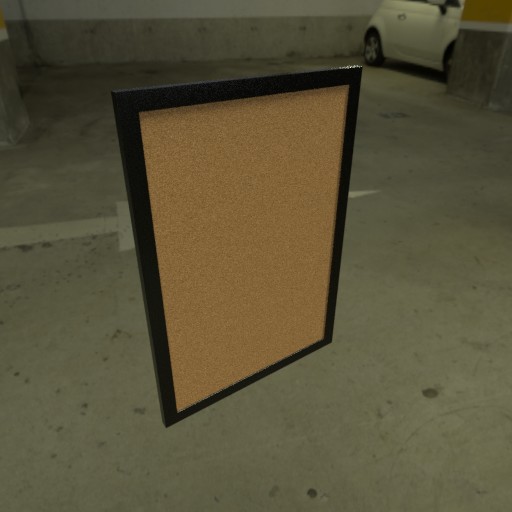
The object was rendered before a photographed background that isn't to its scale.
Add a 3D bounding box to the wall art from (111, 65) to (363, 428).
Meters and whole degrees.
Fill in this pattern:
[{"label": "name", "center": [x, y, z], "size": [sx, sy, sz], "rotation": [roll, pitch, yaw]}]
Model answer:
[{"label": "wall art", "center": [0.000, 0.000, 0.570], "size": [0.304, 0.432, 0.013], "rotation": [-19, 35, -30]}]
